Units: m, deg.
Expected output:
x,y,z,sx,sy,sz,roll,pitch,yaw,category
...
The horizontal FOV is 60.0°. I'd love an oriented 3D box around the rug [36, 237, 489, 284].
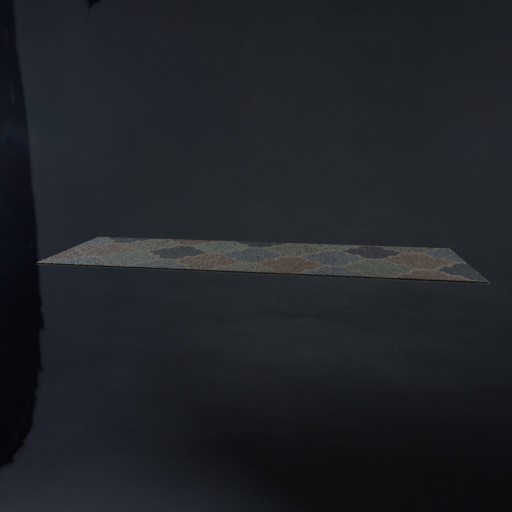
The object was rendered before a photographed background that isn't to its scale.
x,y,z,sx,sy,sz,roll,pitch,yaw,category
0.000,0.000,2.542,2.287,0.011,0.687,2,14,8,rug
